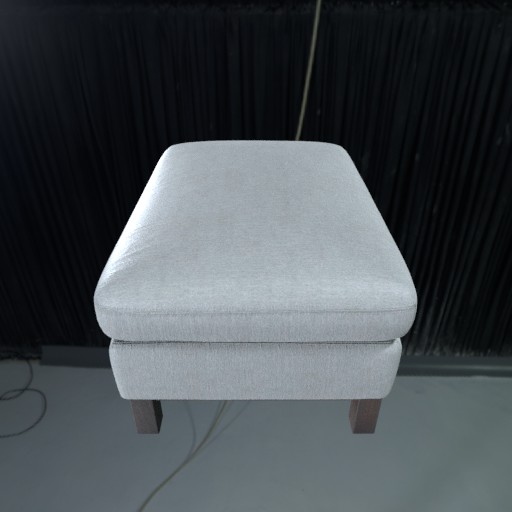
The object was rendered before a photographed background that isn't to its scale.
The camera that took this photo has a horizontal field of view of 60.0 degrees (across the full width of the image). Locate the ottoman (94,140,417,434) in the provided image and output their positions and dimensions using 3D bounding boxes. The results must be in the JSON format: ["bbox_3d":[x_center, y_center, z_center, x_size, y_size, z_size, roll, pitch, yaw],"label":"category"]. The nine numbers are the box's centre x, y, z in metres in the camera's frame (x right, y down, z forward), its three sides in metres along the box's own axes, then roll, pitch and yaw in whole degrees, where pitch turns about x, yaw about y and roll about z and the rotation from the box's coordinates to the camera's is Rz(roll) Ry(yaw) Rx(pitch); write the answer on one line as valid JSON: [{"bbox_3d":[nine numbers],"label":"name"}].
[{"bbox_3d":[0.000,0.000,1.044,0.528,0.404,0.735,0,33,0],"label":"ottoman"}]
